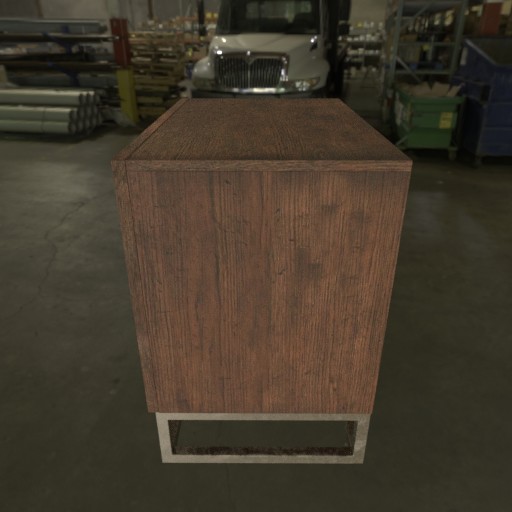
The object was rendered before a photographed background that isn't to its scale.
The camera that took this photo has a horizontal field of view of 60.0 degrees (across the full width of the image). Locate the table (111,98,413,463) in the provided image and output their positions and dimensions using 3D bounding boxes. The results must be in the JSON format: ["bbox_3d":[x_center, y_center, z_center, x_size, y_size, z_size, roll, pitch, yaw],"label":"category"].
[{"bbox_3d":[0.000,0.000,1.247,0.542,0.746,0.767,0,27,0],"label":"table"}]
